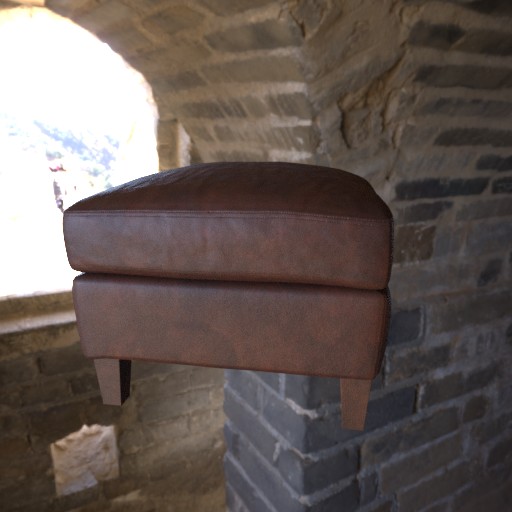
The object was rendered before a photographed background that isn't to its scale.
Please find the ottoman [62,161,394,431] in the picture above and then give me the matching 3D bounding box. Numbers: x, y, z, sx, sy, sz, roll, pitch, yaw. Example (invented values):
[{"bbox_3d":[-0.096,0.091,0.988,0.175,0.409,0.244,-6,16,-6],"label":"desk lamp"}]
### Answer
[{"bbox_3d":[0.000,0.000,1.253,0.659,0.527,0.887,2,14,10],"label":"ottoman"}]
